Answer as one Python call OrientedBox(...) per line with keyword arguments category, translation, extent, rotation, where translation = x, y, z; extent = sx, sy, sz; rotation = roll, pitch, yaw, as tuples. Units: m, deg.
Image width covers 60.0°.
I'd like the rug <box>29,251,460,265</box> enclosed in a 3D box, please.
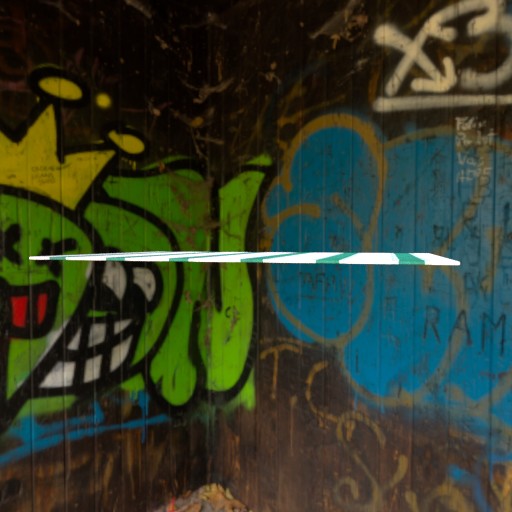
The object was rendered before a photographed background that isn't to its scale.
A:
OrientedBox(category="rug", translation=(0.000, 0.000, 2.363), extent=(1.829, 0.012, 1.210), rotation=(1, 2, 17))
